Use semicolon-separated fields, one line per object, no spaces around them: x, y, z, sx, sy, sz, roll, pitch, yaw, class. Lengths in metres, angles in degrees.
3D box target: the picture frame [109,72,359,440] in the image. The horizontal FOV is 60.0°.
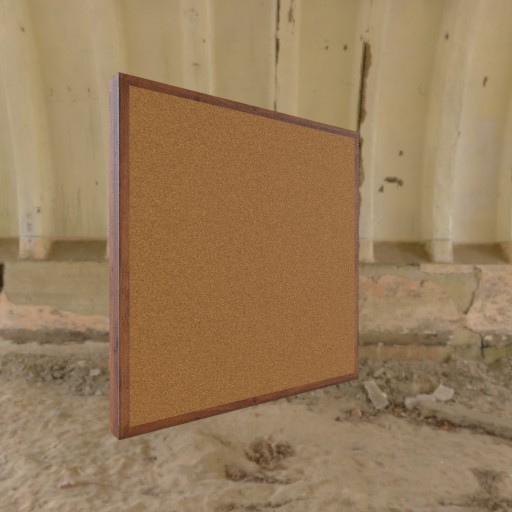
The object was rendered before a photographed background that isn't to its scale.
0.000;0.000;0.544;0.352;0.356;0.028;0;0;-37;picture frame
